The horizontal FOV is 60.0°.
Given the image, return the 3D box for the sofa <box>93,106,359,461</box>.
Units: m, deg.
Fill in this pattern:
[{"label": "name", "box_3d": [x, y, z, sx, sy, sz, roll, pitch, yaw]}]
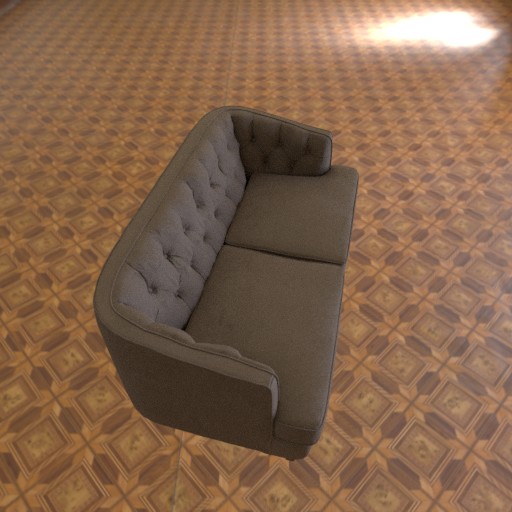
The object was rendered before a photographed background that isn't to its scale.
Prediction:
[{"label": "sofa", "box_3d": [0.000, 0.000, 2.290, 0.941, 0.855, 1.733, 10, 47, 10]}]
